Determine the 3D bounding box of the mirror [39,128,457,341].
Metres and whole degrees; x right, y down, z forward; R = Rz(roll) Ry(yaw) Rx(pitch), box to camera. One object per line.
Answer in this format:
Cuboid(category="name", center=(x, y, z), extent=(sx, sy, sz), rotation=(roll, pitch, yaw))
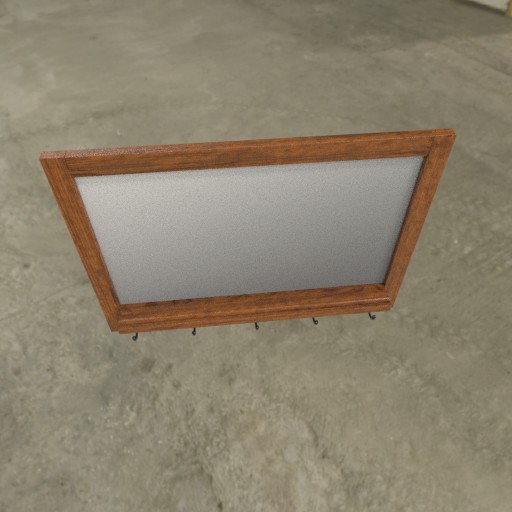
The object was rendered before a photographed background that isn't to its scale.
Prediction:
Cuboid(category="mirror", center=(0.000, 0.000, 0.981), extent=(0.758, 0.537, 0.084), rotation=(-4, 47, -4))
